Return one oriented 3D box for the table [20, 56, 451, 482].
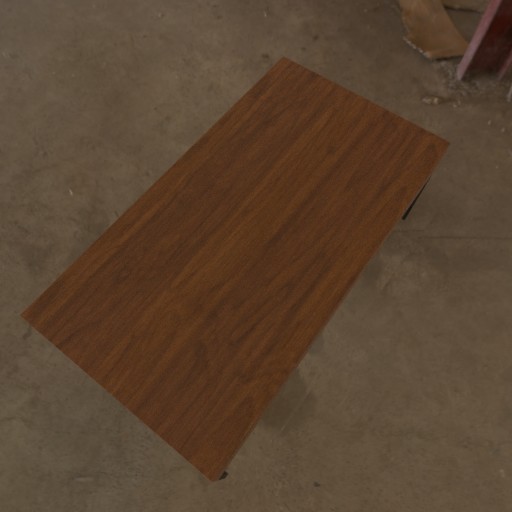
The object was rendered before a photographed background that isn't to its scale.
[{"bbox_3d":[0.000,0.000,1.319,0.574,0.414,1.057,34,69,15],"label":"table"}]
